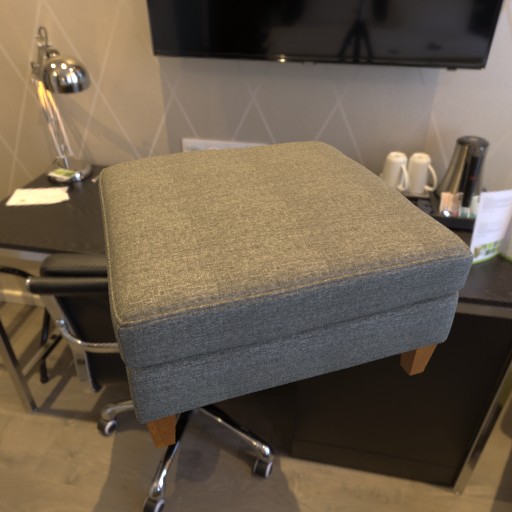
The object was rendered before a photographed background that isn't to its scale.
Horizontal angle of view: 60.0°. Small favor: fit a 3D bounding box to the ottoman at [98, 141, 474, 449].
[{"bbox_3d":[0.000,0.000,1.348,0.838,0.481,0.838,-10,35,-15],"label":"ottoman"}]
